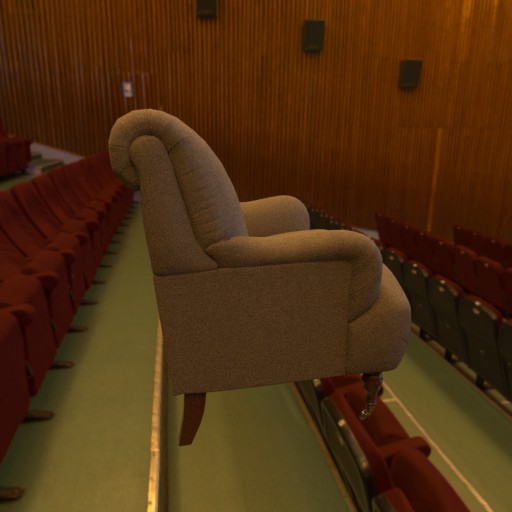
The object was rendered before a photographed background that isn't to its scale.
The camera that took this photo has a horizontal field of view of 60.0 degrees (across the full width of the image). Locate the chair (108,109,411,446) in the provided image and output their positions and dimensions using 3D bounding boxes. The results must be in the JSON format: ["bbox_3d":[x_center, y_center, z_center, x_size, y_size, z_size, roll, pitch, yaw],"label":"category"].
[{"bbox_3d":[0.000,0.000,1.525,0.843,0.942,0.766,-3,16,-11],"label":"chair"}]
